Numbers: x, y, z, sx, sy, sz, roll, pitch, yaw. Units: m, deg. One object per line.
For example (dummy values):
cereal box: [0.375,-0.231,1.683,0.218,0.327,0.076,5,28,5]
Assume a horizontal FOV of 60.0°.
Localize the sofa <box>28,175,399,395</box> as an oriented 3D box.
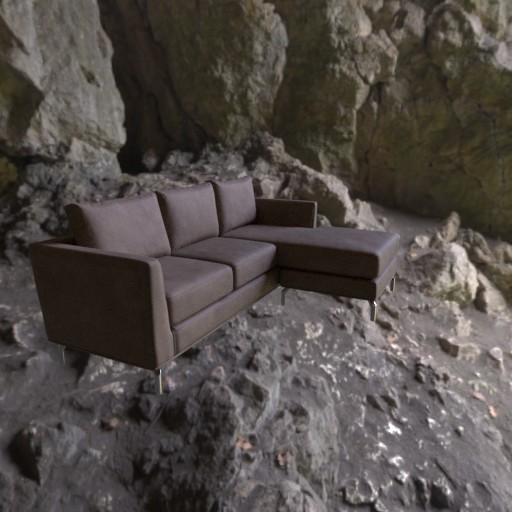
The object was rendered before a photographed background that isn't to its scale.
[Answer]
sofa: [0.000,0.000,3.214,1.622,0.987,2.438,7,16,26]
